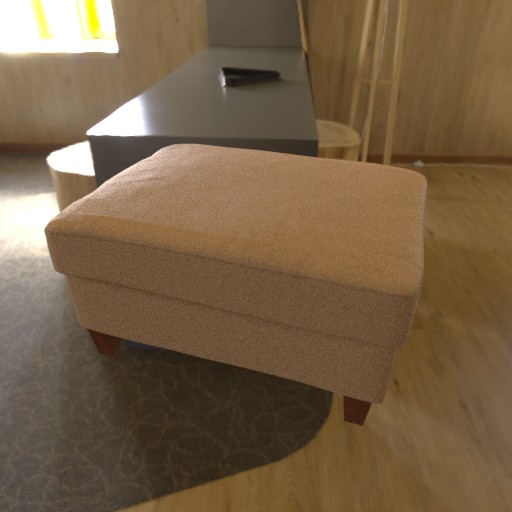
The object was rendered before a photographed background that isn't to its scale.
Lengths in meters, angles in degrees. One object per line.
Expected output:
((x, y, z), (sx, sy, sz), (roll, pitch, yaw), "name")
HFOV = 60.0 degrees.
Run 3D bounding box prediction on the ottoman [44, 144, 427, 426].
((0.000, 0.000, 1.331), (0.902, 0.511, 0.692), (10, 33, 16), "ottoman")
